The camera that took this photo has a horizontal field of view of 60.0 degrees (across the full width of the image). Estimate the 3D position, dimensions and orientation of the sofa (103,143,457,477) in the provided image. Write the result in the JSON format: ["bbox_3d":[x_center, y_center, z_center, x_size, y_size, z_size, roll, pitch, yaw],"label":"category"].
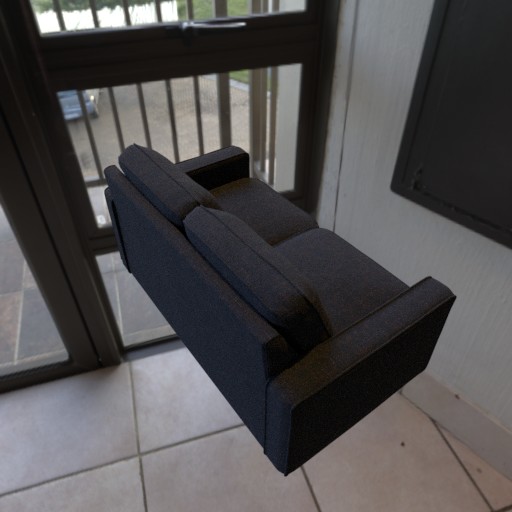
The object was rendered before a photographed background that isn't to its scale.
[{"bbox_3d":[0.000,0.000,2.292,0.947,0.918,1.709,-25,47,-26],"label":"sofa"}]
